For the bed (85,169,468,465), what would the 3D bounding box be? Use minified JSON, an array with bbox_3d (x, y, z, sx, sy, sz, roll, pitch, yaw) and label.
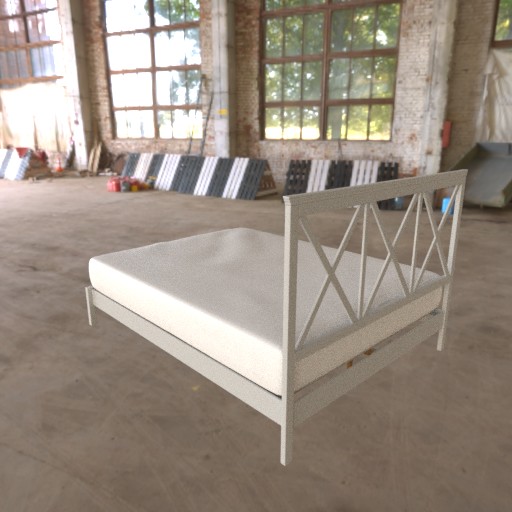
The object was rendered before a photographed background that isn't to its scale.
[{"bbox_3d":[0.000,0.000,3.167,1.673,1.253,2.135,-15,22,-41],"label":"bed"}]
